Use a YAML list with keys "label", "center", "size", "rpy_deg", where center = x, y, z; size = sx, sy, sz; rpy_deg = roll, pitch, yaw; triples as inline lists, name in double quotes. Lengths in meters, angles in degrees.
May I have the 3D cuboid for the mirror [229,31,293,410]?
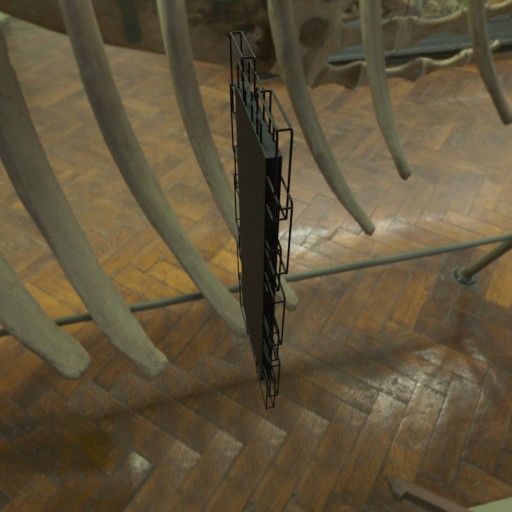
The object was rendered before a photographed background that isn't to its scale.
- label: "mirror"
  center: [0.000, 0.000, 1.415]
  size: [0.037, 1.192, 0.565]
  rpy_deg: [-9, 48, -8]
